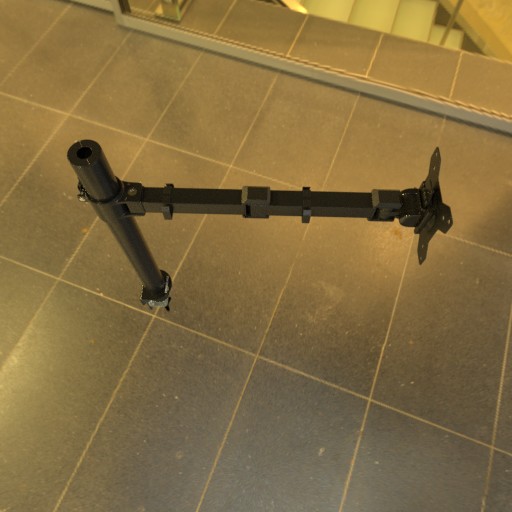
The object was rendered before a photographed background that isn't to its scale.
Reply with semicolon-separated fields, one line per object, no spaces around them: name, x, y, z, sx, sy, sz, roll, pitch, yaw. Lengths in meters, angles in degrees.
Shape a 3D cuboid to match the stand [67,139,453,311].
stand;0.000;0.000;0.728;0.456;0.510;0.115;2;64;1
